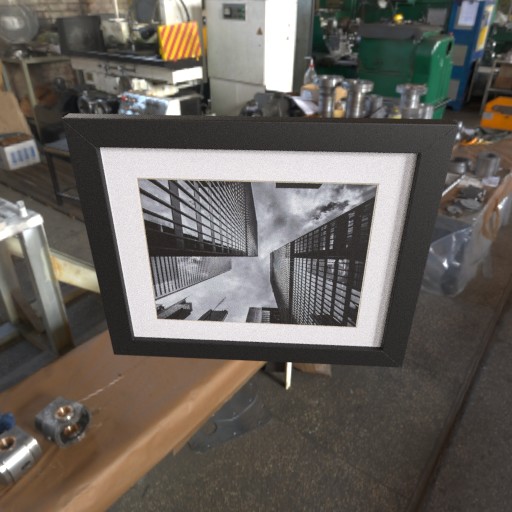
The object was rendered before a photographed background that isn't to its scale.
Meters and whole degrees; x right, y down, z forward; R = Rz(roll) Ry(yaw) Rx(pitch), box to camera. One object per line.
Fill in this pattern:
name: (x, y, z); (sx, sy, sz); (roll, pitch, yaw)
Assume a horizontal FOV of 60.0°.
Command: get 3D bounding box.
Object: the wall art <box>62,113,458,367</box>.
wall art: (0.000, 0.000, 0.747); (0.558, 0.457, 0.031); (2, 31, 3)
